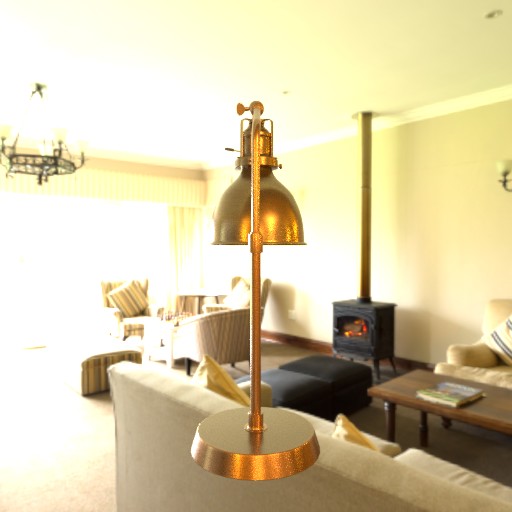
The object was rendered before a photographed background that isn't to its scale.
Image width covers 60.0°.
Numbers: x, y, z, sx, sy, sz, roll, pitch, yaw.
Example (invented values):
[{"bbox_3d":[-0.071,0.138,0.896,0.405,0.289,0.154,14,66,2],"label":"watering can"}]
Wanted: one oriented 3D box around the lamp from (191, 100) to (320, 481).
[{"bbox_3d":[0.000,0.000,0.593,0.153,0.456,0.286,0,1,0],"label":"lamp"}]
